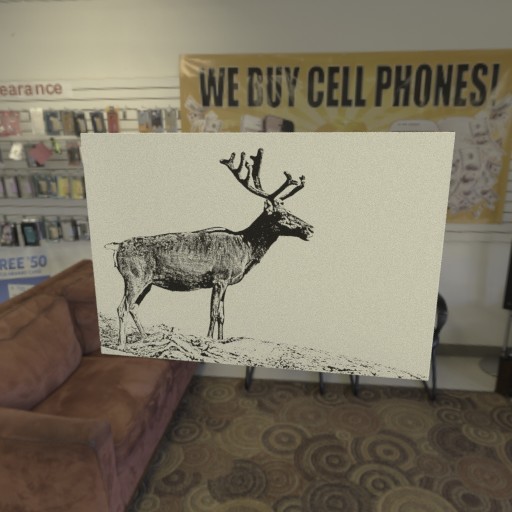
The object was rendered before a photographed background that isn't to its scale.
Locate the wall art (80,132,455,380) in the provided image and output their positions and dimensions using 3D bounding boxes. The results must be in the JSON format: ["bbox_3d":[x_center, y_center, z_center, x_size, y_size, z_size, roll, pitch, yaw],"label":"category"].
[{"bbox_3d":[0.000,0.000,1.153,0.906,0.617,0.033,2,15,9],"label":"wall art"}]
